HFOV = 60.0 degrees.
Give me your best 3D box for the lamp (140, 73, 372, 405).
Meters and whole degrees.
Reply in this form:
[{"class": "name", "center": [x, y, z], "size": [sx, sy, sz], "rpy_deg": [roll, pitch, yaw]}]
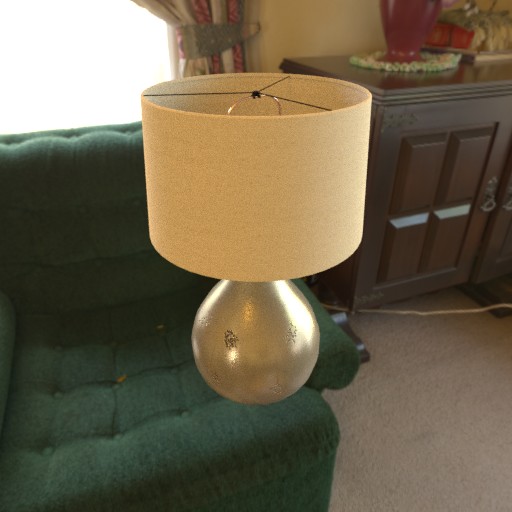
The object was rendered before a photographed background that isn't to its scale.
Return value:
[{"class": "lamp", "center": [0.000, 0.000, 0.733], "size": [0.330, 0.521, 0.330], "rpy_deg": [0, 31, 0]}]
